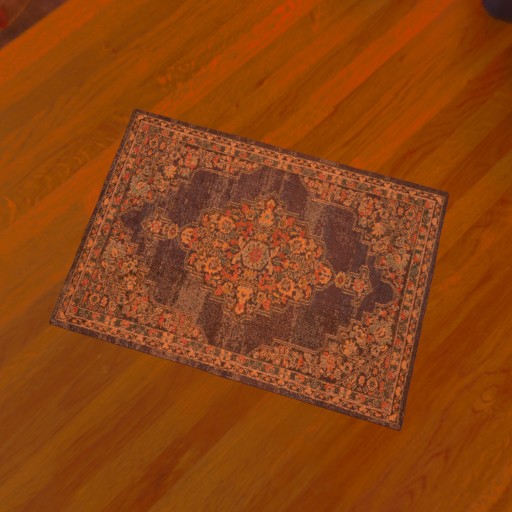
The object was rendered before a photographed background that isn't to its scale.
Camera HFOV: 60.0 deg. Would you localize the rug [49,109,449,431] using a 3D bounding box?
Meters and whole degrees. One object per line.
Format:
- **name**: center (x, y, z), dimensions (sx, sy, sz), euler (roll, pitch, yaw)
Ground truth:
- **rug**: center (0.000, 0.000, 3.747), dimensions (2.940, 0.011, 2.053), euler (16, 77, 4)
